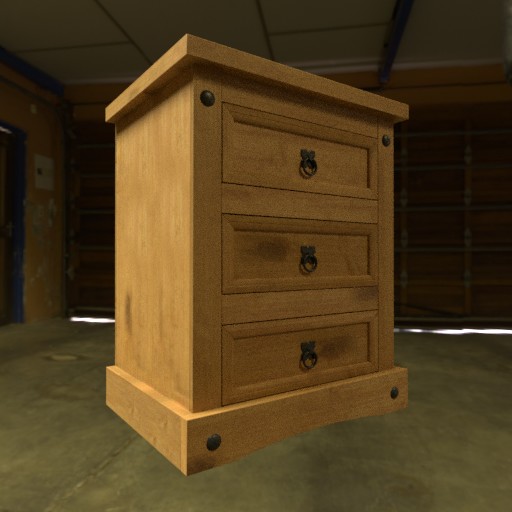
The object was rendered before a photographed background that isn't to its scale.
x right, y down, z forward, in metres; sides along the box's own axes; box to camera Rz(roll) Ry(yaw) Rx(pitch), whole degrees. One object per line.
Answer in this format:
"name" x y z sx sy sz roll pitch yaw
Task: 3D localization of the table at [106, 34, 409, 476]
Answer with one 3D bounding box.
"table" 0.000 0.000 1.203 0.660 0.813 0.500 0 0 -35
